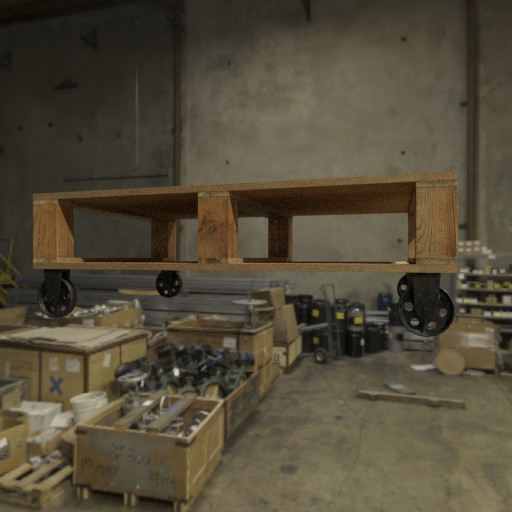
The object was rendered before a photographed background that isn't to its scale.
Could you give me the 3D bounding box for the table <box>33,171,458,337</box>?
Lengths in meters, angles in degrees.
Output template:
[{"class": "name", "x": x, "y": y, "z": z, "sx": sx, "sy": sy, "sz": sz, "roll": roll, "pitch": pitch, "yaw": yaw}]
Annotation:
[{"class": "table", "x": 0.000, "y": 0.000, "z": 1.677, "sx": 1.299, "sy": 0.413, "sz": 0.827, "roll": 0, "pitch": 0, "yaw": 18}]
